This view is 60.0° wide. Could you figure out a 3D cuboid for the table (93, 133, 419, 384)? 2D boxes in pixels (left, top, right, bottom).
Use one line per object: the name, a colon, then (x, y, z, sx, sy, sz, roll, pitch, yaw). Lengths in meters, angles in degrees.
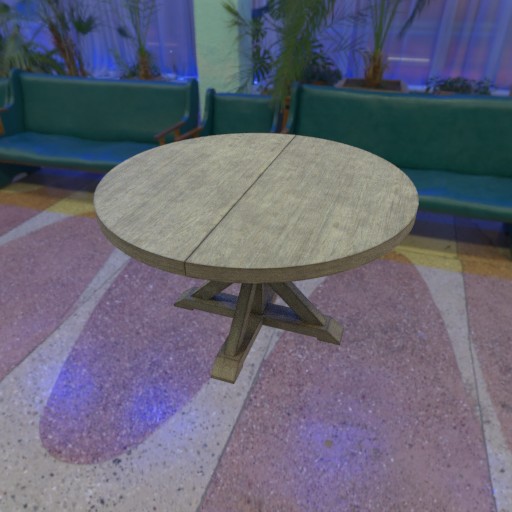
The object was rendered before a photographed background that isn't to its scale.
table: (0.000, 0.000, 2.148, 1.363, 0.781, 1.363, 0, 33, 0)
